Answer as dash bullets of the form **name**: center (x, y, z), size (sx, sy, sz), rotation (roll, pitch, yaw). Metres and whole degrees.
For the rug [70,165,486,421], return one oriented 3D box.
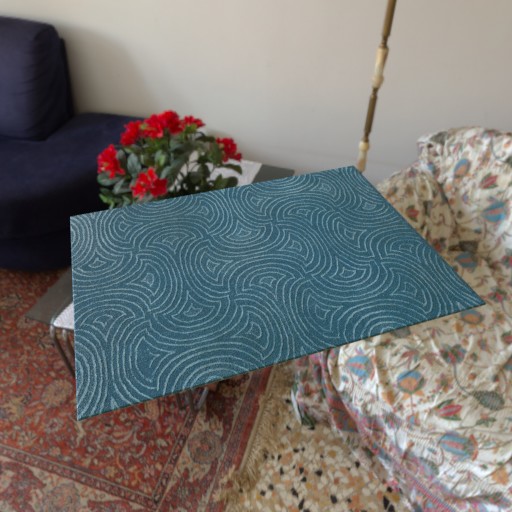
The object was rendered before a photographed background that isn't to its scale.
- **rug**: center (0.000, 0.000, 2.718), size (2.144, 0.015, 1.543), rotation (-13, 43, -14)
